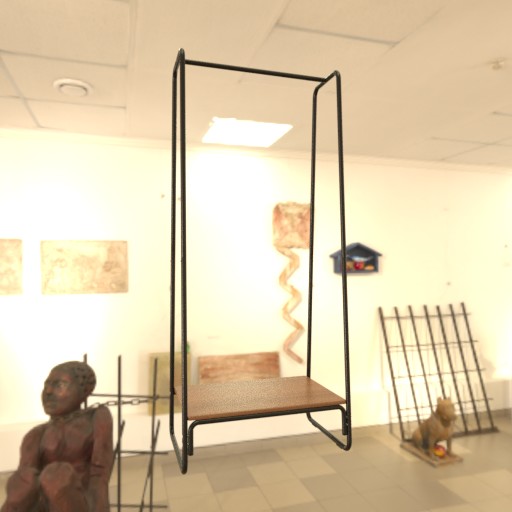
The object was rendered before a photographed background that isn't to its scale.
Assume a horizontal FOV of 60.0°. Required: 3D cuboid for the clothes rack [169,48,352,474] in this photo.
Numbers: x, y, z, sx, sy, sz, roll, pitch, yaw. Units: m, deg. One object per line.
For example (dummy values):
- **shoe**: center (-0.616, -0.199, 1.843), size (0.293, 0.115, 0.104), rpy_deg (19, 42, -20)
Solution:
- **clothes rack**: center (0.000, 0.000, 1.769), size (0.640, 1.500, 0.400), rpy_deg (0, -1, -17)
